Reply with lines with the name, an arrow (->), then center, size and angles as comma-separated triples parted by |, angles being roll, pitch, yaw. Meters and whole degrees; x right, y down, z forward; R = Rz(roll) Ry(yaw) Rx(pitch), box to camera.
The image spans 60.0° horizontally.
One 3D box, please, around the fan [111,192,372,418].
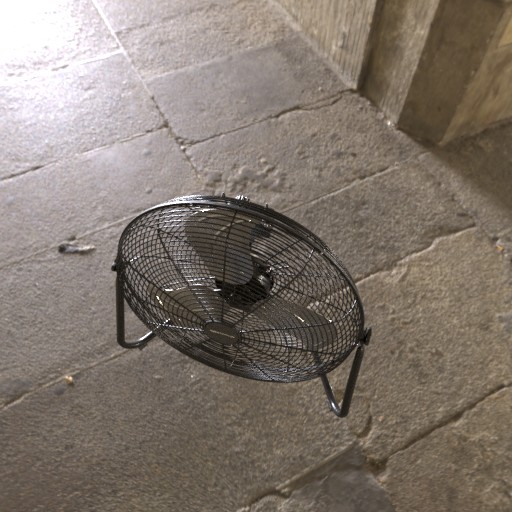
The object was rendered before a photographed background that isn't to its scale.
fan -> 0.000, 0.000, 1.022 | 0.595, 0.605, 0.470 | 15, 59, 9
